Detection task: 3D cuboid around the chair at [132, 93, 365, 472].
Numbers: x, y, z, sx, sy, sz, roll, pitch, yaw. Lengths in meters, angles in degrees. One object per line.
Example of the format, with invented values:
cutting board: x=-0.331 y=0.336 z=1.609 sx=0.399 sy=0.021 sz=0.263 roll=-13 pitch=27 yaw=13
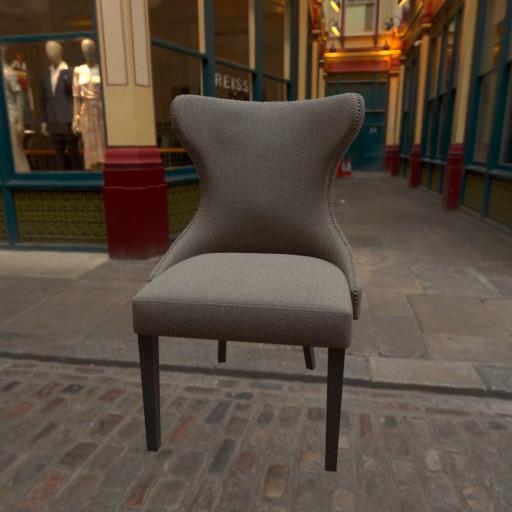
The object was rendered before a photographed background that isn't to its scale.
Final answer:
chair: x=0.000 y=0.000 z=1.346 sx=0.628 sy=0.967 sz=0.635 roll=2 pitch=15 yaw=9
